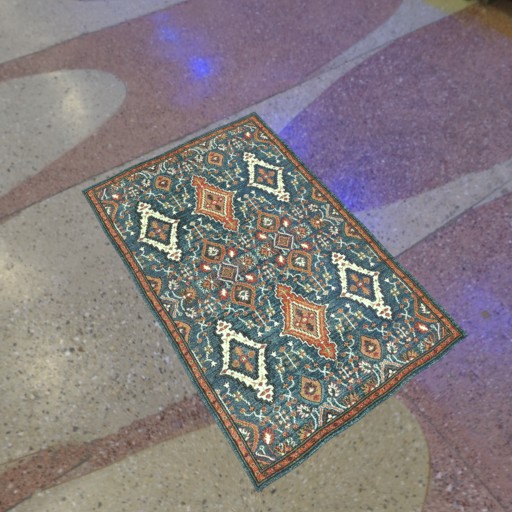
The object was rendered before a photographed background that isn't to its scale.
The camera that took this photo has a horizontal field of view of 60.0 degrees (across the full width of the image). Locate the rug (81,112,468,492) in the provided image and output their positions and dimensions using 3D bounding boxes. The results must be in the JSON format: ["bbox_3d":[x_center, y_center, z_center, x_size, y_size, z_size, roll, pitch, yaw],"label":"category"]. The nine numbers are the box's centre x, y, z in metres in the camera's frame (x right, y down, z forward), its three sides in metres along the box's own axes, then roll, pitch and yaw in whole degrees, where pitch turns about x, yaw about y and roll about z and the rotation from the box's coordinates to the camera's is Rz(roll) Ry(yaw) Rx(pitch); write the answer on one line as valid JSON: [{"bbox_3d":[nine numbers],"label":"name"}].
[{"bbox_3d":[0.000,0.000,4.209,2.190,0.008,3.371,-29,63,-16],"label":"rug"}]
